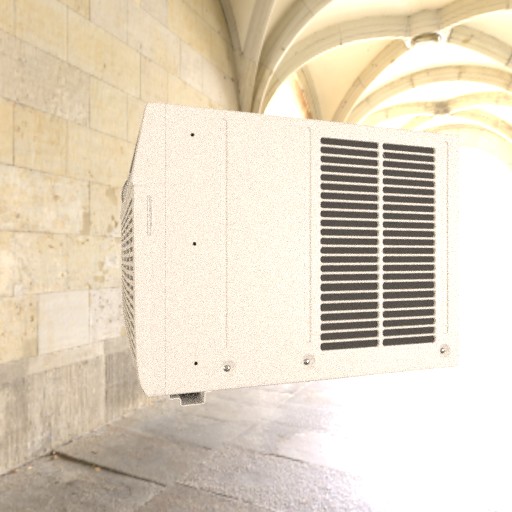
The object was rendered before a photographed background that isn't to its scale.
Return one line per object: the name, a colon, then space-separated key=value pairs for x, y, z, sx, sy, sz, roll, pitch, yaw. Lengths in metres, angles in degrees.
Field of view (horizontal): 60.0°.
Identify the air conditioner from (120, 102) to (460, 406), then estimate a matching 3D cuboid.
air conditioner: x=0.000 y=0.000 z=1.042 sx=0.599 sy=0.455 sz=0.645 roll=0 pitch=0 yaw=-18
